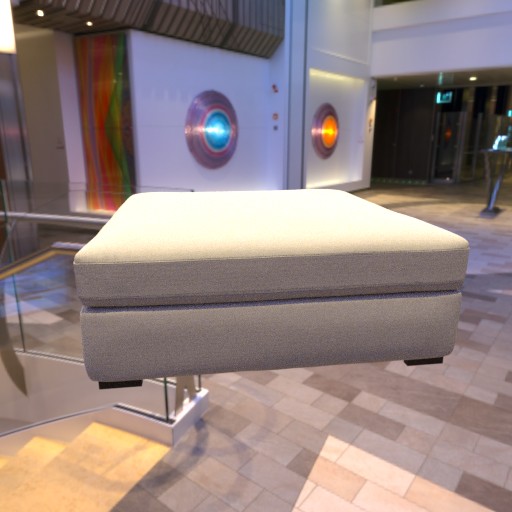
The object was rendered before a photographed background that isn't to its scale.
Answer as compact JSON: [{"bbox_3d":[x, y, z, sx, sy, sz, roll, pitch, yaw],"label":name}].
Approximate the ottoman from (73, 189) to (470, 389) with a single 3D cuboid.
[{"bbox_3d":[0.000,0.000,1.815,1.167,0.482,1.163,-2,15,-8],"label":"ottoman"}]
